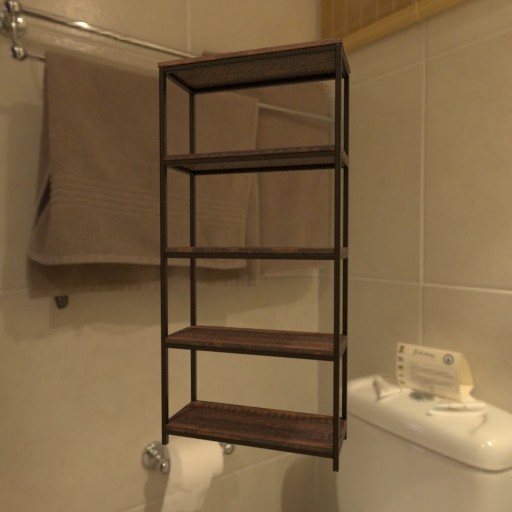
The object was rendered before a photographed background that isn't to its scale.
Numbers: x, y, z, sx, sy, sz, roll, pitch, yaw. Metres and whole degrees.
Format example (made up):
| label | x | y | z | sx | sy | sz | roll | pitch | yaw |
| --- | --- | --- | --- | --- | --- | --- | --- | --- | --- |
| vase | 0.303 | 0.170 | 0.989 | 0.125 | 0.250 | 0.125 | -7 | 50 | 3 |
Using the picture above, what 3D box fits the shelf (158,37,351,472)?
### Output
| label | x | y | z | sx | sy | sz | roll | pitch | yaw |
| --- | --- | --- | --- | --- | --- | --- | --- | --- | --- |
| shelf | 0.000 | 0.000 | 2.196 | 0.874 | 1.860 | 0.359 | 1 | 2 | 18 |
